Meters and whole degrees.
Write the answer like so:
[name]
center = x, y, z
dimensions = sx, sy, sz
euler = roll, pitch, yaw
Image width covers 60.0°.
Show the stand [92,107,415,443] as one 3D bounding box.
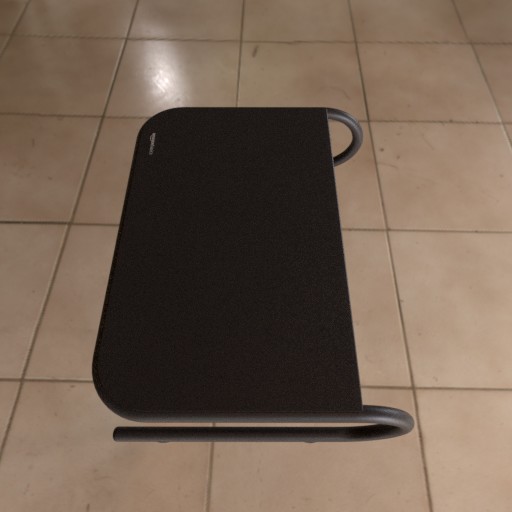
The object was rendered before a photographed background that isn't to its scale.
[stand]
center = 0.000, 0.000, 0.490
dimensions = 0.280, 0.108, 0.370
euler = 0, 58, 0
